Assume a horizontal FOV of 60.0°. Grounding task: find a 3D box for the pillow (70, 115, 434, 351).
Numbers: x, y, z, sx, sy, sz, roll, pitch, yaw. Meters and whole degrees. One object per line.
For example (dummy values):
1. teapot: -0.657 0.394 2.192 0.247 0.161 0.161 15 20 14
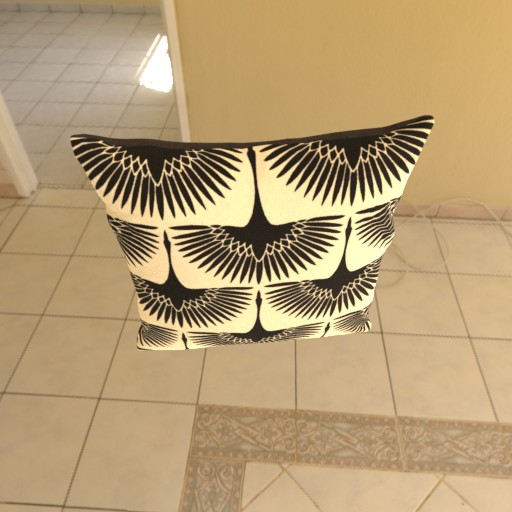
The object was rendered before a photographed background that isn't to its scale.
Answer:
1. pillow: 0.000 0.000 0.668 0.432 0.432 0.139 -5 46 -4
